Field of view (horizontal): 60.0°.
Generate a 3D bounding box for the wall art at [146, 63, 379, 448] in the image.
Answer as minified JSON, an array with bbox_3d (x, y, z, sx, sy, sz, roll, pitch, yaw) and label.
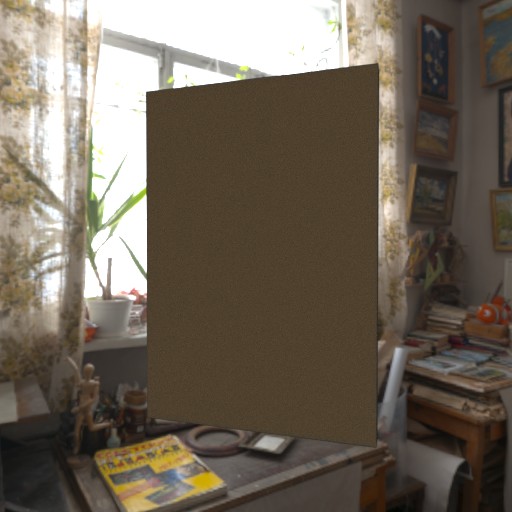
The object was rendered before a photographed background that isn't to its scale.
[{"bbox_3d":[0.000,0.000,0.589,0.313,0.457,0.031,0,1,18],"label":"wall art"}]
